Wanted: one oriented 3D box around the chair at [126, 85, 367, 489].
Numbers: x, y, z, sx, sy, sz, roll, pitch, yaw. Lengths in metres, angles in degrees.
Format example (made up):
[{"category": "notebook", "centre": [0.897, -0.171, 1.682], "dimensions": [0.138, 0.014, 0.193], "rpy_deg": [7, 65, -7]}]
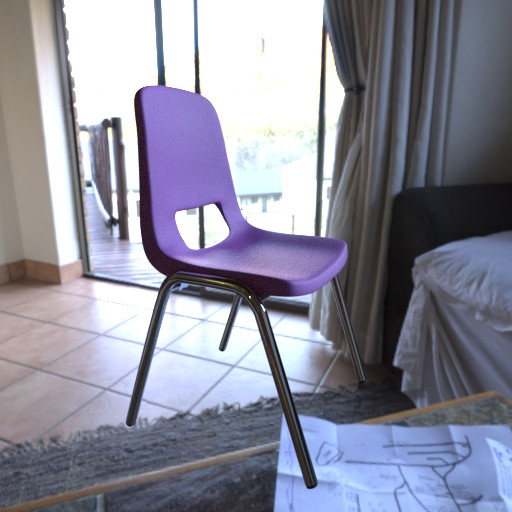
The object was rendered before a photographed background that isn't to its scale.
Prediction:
[{"category": "chair", "centre": [0.000, 0.000, 0.668], "dimensions": [0.301, 0.493, 0.291], "rpy_deg": [7, 16, 25]}]
